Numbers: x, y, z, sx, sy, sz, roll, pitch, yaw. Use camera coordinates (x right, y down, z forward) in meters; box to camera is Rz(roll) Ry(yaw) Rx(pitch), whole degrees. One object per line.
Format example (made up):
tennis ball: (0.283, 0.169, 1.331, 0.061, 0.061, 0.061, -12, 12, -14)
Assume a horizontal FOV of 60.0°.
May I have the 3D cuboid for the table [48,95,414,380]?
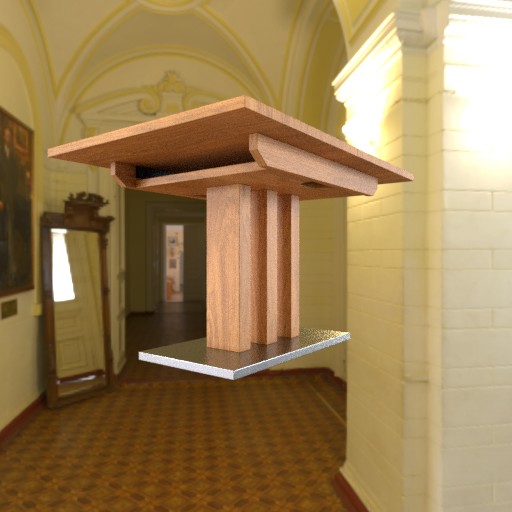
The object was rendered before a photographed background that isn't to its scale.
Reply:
table: (0.000, 0.000, 1.846, 0.900, 0.770, 1.300, 0, 0, 37)
